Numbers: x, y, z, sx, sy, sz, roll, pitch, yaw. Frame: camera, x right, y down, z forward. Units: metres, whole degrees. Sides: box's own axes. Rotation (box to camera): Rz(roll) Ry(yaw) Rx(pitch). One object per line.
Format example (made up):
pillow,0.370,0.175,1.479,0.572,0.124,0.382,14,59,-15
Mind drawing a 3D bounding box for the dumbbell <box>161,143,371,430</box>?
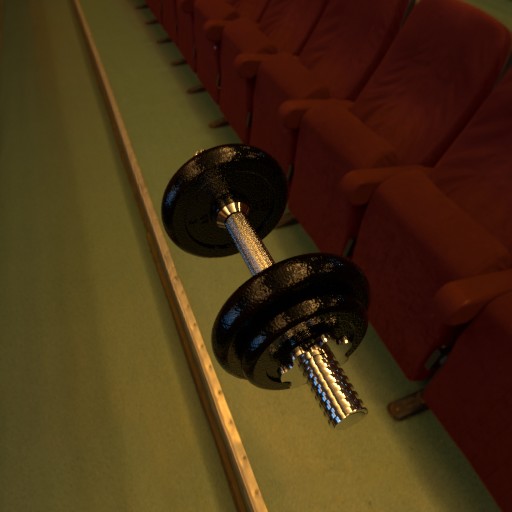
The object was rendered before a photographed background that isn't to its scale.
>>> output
dumbbell,0.000,0.000,0.602,0.202,0.202,0.497,-16,48,-15
